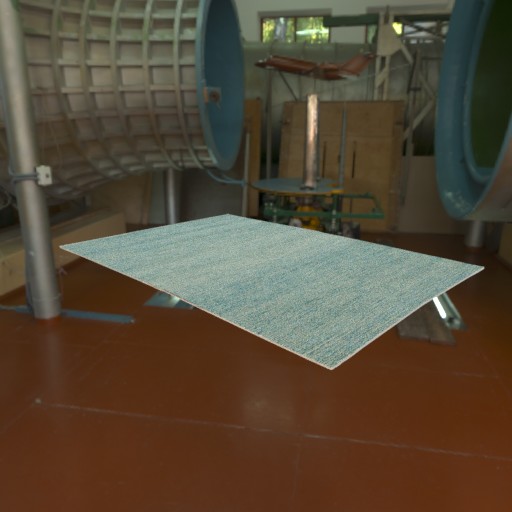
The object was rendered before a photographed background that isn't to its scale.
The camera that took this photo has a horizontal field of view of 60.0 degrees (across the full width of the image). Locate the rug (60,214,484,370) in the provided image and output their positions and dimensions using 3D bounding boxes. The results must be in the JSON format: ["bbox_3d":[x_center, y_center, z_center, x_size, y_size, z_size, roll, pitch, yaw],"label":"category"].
[{"bbox_3d":[0.000,0.000,2.877,2.305,0.029,1.593,16,23,42],"label":"rug"}]
